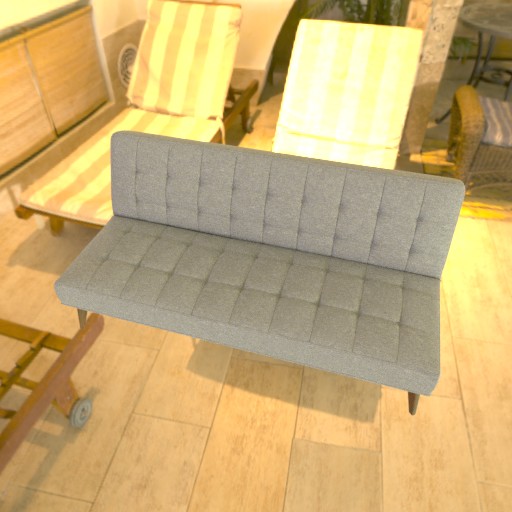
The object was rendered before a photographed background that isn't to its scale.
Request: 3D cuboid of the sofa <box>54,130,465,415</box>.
[{"bbox_3d":[0.000,0.000,2.210,1.800,0.810,0.860,11,43,12],"label":"sofa"}]
